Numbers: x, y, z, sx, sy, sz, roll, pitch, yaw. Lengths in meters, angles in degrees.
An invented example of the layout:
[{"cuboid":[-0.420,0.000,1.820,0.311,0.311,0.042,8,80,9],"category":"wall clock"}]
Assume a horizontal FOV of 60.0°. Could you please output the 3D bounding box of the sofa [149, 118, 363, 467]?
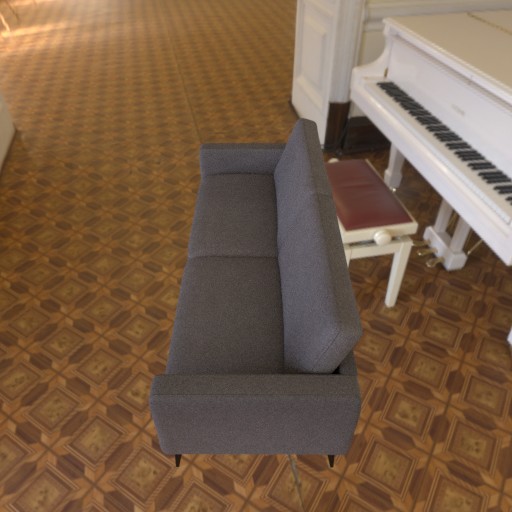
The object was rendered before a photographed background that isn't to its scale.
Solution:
[{"cuboid":[0.000,0.000,2.378,0.774,0.828,1.925,0,41,0],"category":"sofa"}]
